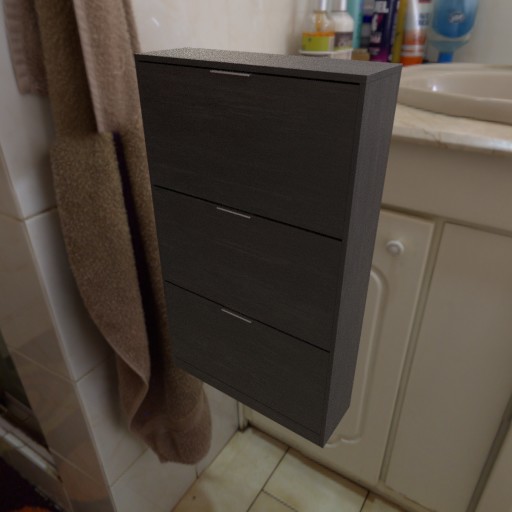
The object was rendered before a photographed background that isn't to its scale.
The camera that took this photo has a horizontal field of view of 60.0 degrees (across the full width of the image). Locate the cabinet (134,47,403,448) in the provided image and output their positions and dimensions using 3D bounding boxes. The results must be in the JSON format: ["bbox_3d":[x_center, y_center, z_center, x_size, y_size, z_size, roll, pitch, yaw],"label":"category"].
[{"bbox_3d":[0.000,0.000,1.563,0.750,1.280,0.250,19,36,29],"label":"cabinet"}]
